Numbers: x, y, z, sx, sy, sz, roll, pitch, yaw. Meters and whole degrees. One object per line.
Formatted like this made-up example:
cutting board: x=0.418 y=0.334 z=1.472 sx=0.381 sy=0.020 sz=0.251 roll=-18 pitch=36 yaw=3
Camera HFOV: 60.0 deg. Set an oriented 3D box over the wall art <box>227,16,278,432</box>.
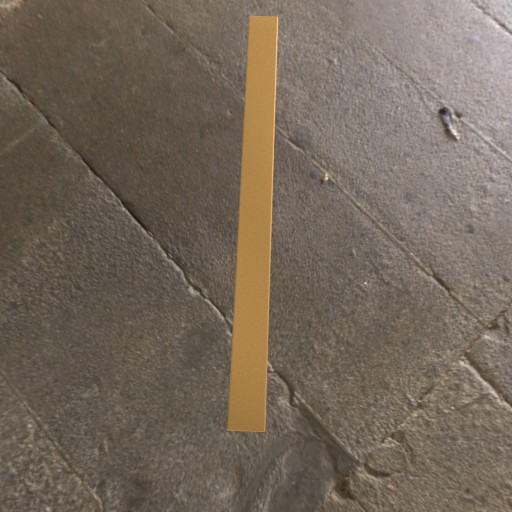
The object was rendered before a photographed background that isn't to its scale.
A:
wall art: x=0.000 y=0.000 z=0.453 sx=0.023 sy=0.305 sz=0.305 roll=2 pitch=74 yaw=1
